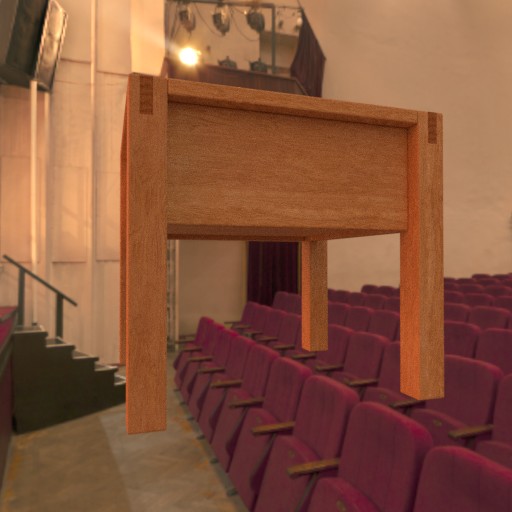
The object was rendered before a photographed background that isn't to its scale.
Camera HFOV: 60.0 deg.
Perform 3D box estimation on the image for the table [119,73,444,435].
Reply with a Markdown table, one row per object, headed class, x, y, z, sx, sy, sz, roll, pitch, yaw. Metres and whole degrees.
| class | x | y | z | sx | sy | sz | roll | pitch | yaw |
| --- | --- | --- | --- | --- | --- | --- | --- | --- | --- |
| table | 0.000 | 0.000 | 0.832 | 0.480 | 0.450 | 0.440 | 0 | -1 | -18 |
